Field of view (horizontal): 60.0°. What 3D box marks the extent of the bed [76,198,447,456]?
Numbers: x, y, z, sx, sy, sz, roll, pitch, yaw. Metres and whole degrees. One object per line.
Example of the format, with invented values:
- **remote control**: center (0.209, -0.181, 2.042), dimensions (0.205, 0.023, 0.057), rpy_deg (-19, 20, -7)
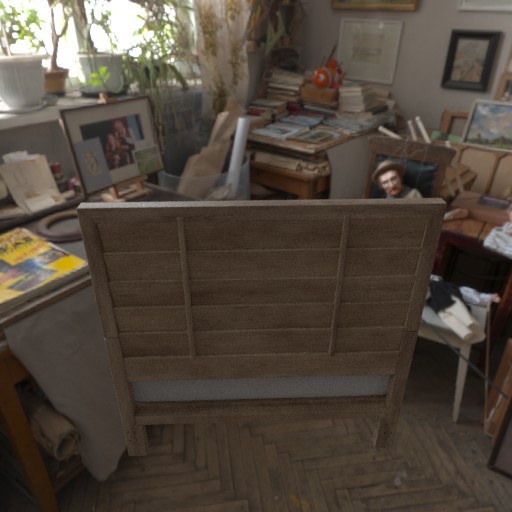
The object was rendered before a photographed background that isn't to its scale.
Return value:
- **bed**: center (0.000, 0.000, 3.196), dimensions (1.615, 1.631, 2.017), rpy_deg (-1, 29, -2)
